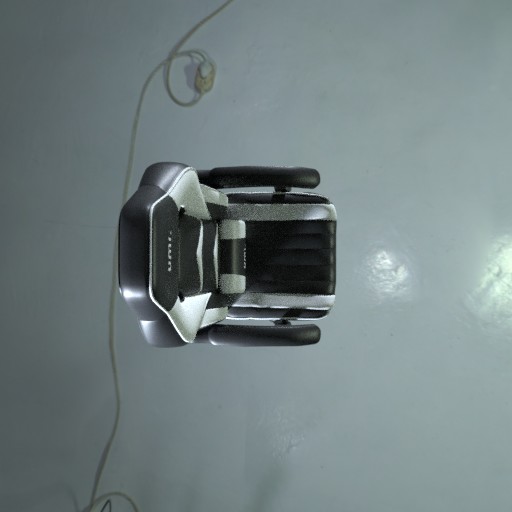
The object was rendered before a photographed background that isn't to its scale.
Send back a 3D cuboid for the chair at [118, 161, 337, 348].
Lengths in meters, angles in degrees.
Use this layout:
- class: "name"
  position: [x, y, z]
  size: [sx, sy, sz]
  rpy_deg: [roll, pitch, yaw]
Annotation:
- class: "chair"
  position: [0.000, 0.000, 1.671]
  size: [0.700, 1.200, 0.676]
  rpy_deg: [0, 89, 0]
